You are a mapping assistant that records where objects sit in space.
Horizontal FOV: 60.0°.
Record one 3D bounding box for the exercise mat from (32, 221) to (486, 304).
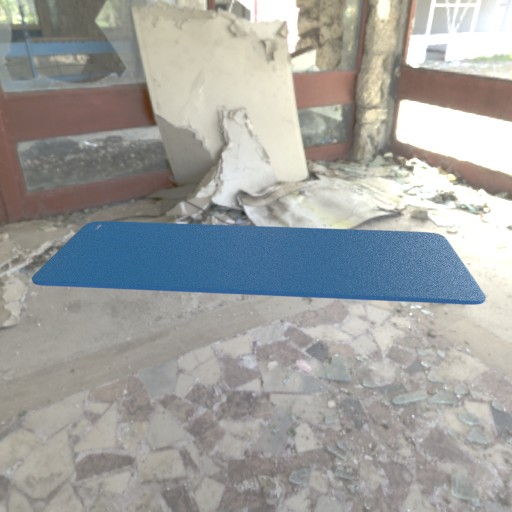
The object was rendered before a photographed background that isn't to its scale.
[{"bbox_3d":[0.000,0.000,2.050,1.869,0.021,0.616,2,29,4],"label":"exercise mat"}]
